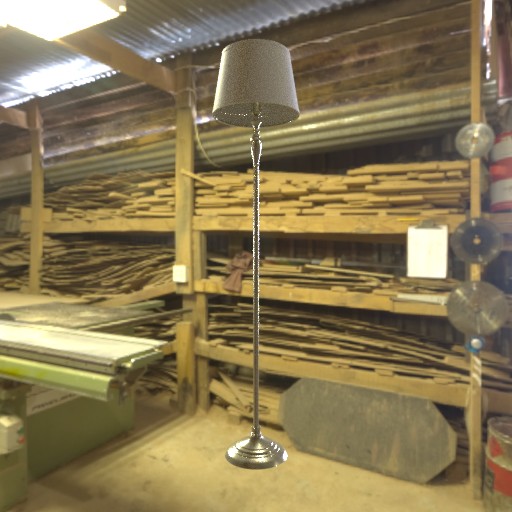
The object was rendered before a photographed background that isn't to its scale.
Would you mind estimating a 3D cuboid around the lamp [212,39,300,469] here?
[{"bbox_3d":[0.000,0.000,1.672,0.327,1.506,0.327,1,1,34],"label":"lamp"}]
